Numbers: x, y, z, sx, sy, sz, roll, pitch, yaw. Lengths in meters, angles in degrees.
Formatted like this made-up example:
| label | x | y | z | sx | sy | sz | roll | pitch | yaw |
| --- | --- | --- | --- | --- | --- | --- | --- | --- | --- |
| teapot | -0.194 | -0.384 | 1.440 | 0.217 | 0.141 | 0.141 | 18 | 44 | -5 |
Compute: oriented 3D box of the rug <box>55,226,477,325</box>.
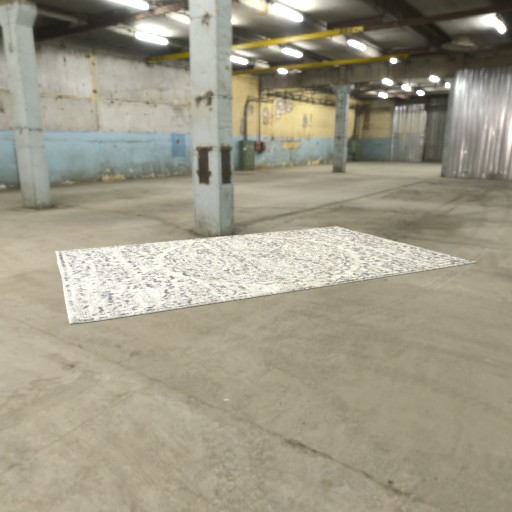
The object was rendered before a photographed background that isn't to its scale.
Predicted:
| label | x | y | z | sx | sy | sz | roll | pitch | yaw |
| --- | --- | --- | --- | --- | --- | --- | --- | --- | --- |
| rug | 0.000 | 0.000 | 3.017 | 2.447 | 0.021 | 1.527 | -6 | 15 | -25 |
